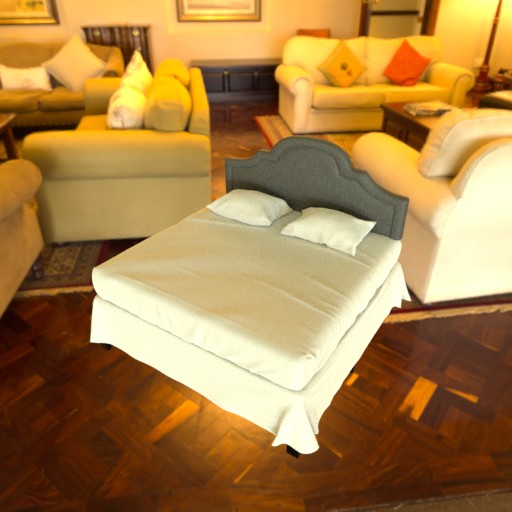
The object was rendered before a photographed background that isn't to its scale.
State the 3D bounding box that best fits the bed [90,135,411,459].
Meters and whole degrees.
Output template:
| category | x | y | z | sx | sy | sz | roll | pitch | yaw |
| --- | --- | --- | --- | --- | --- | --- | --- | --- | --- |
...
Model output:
| category | x | y | z | sx | sy | sz | roll | pitch | yaw |
| --- | --- | --- | --- | --- | --- | --- | --- | --- | --- |
| bed | 0.000 | 0.000 | 3.849 | 2.303 | 1.631 | 2.222 | 19 | 36 | 28 |
